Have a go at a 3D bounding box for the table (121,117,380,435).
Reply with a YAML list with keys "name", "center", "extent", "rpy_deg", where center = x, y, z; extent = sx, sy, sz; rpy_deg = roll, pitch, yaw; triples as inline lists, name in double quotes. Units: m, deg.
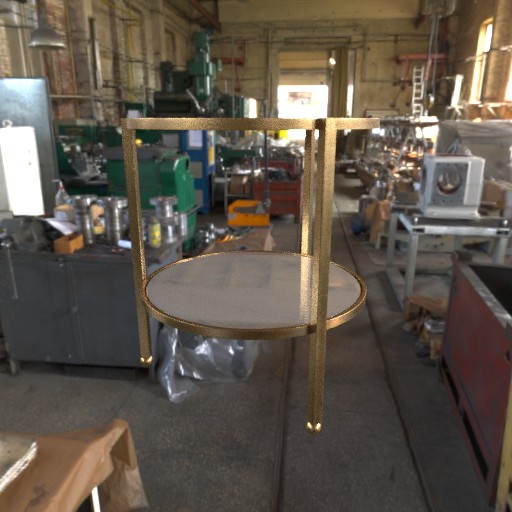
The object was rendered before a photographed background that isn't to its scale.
- name: "table"
  center: [0.000, 0.000, 0.454]
  extent: [0.231, 0.269, 0.243]
  rpy_deg: [-8, 19, -25]
